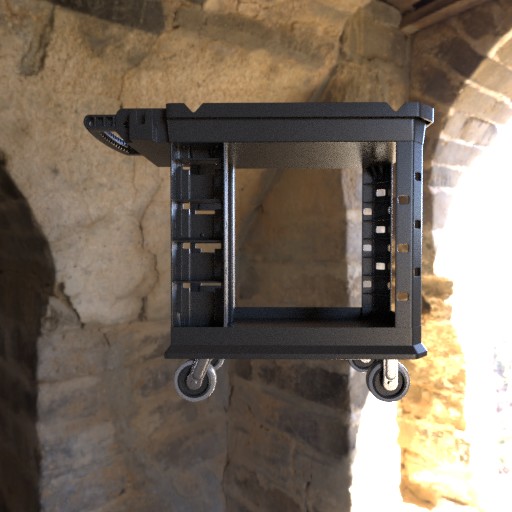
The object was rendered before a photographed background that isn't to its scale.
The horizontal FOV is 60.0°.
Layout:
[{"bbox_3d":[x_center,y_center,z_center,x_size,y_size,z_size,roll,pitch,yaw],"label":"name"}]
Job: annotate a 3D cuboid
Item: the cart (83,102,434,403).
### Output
[{"bbox_3d":[0.000,0.000,1.518,1.061,0.884,0.497,0,1,1],"label":"cart"}]
